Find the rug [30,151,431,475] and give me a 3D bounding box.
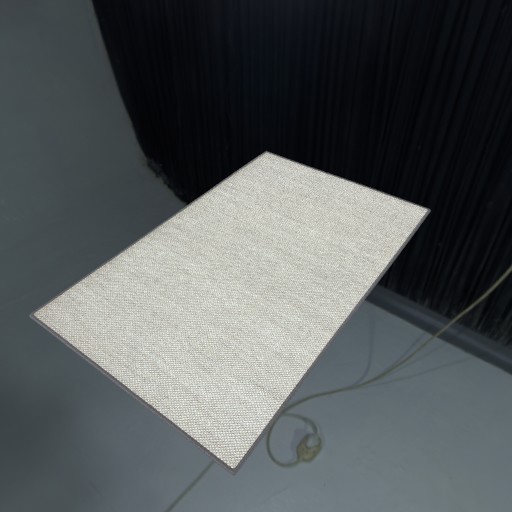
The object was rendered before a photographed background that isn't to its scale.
[{"bbox_3d":[0.000,0.000,2.067,1.067,0.013,1.676,26,48,26],"label":"rug"}]
